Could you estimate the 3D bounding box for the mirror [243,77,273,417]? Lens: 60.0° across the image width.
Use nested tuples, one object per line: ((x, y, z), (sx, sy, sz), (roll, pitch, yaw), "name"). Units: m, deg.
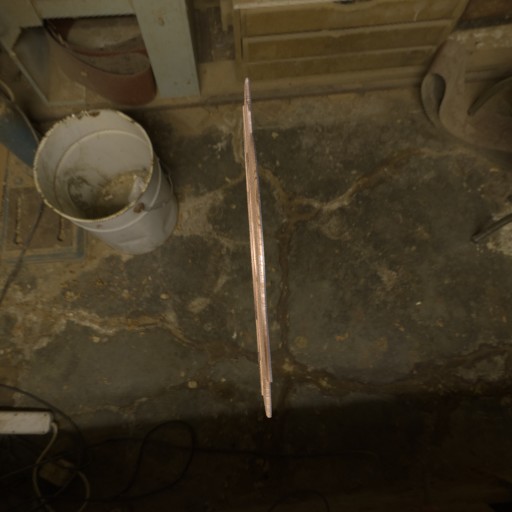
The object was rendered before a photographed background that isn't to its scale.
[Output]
((0.000, 0.000, 1.023), (0.019, 0.686, 0.686), (-4, 76, -1), "mirror")
